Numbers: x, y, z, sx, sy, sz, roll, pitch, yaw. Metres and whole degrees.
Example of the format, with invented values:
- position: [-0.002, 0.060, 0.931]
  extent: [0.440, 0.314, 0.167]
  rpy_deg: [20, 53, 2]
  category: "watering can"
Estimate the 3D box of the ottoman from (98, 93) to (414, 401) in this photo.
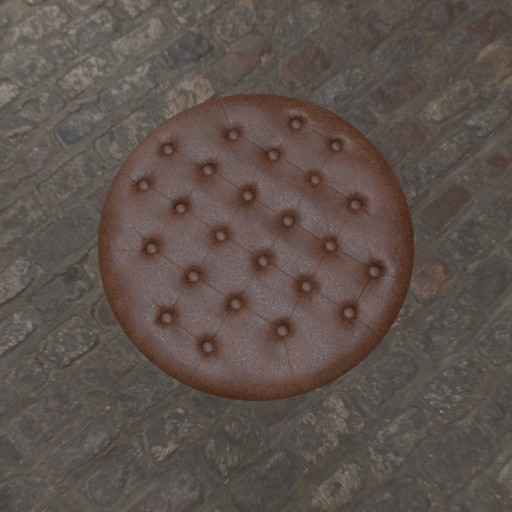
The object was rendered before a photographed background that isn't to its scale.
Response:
- position: [0.000, 0.000, 1.072]
  extent: [0.637, 0.442, 0.637]
  rpy_deg: [0, 77, 0]
  category: "ottoman"
